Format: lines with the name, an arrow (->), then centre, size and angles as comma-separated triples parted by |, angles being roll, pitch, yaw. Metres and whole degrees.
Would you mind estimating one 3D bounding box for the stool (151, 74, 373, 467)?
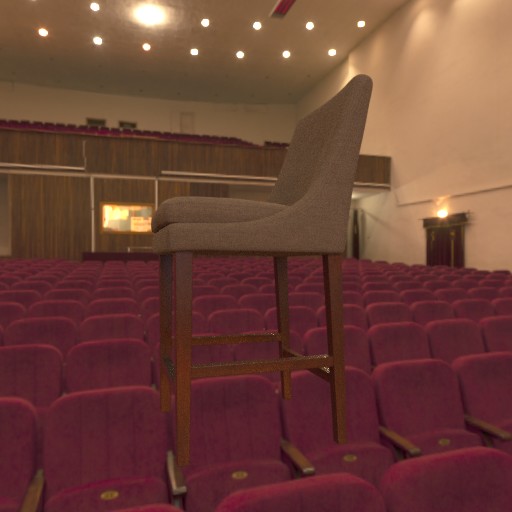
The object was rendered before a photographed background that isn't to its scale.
stool -> 0.000, 0.000, 1.302 | 0.577, 0.981, 0.470 | 0, -1, -17
